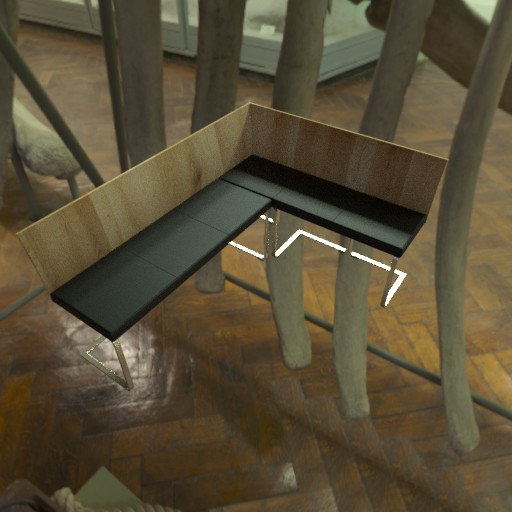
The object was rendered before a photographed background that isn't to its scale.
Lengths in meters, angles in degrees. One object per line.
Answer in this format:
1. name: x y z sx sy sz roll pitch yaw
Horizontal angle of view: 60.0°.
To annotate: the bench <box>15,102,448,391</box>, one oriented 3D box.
1. bench: 0.000 0.000 2.731 1.495 0.930 1.945 25 47 26
